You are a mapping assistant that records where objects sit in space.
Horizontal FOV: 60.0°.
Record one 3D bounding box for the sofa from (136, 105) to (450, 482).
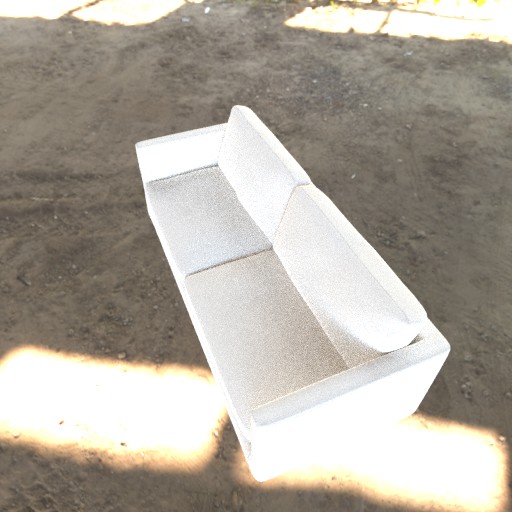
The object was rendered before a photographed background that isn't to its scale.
[{"bbox_3d":[0.000,0.000,2.600,0.924,0.933,2.139,-17,48,-16],"label":"sofa"}]
